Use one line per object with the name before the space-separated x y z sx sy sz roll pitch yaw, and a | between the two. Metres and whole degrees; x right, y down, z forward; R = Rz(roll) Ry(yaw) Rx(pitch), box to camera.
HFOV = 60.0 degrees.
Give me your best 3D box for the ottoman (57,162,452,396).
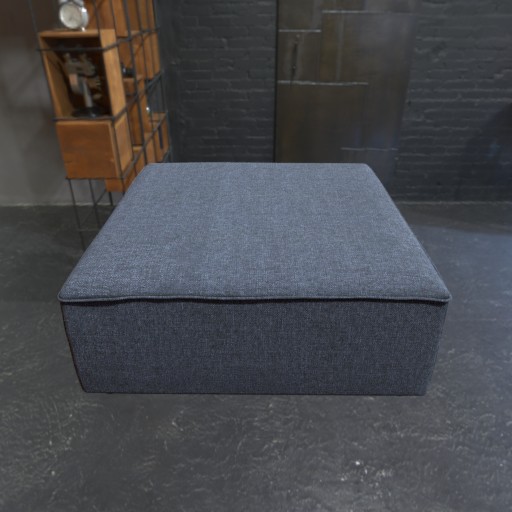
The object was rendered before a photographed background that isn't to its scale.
ottoman | 0.000 0.000 1.616 1.017 0.423 1.023 1 30 1
